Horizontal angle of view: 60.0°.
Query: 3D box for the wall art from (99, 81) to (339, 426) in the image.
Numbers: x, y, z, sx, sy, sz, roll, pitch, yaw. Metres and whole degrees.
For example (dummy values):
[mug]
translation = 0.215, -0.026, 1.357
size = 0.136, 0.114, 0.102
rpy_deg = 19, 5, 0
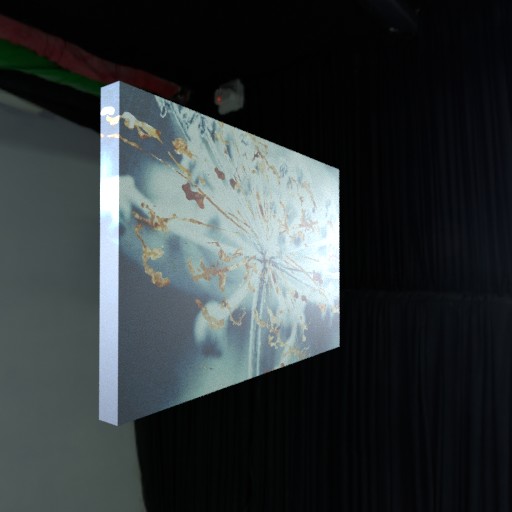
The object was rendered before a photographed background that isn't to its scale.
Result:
[wall art]
translation = 0.000, 0.000, 0.778
size = 0.036, 0.405, 0.607
rpy_deg = -1, -1, 35
